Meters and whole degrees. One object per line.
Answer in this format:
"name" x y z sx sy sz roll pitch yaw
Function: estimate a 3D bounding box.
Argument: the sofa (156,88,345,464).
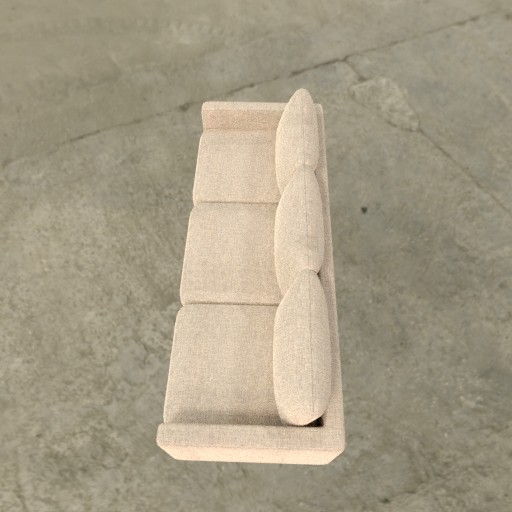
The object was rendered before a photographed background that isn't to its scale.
"sofa" 0.000 0.000 2.682 0.859 0.874 2.218 2 59 1
